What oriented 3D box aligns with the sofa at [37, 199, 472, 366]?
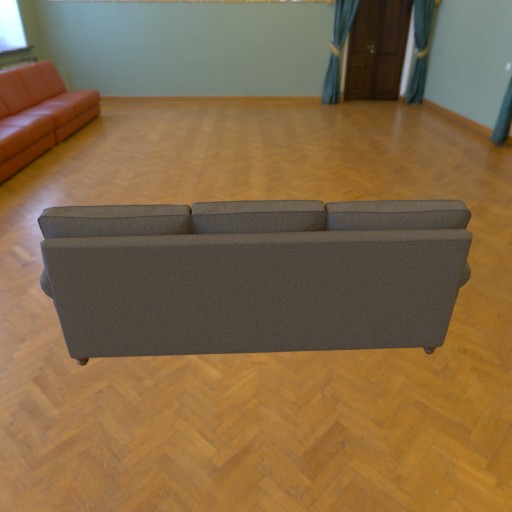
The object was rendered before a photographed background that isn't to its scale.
[{"bbox_3d":[0.000,0.000,2.763,2.353,0.948,0.966,-1,29,-2],"label":"sofa"}]
